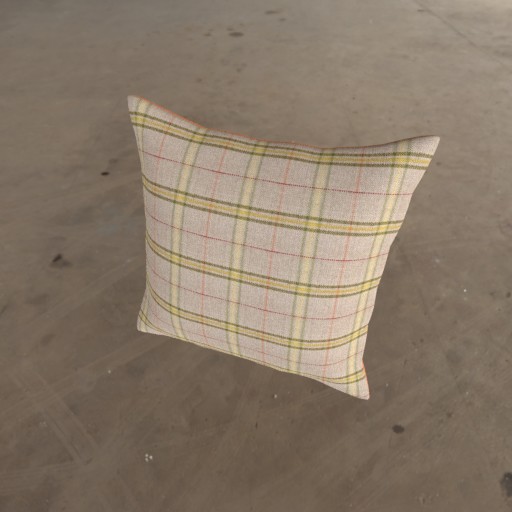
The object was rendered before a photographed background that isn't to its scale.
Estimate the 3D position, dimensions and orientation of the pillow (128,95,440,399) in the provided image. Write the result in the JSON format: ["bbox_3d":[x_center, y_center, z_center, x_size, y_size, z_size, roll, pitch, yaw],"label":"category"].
[{"bbox_3d":[0.000,0.000,0.713,0.453,0.430,0.200,13,42,15],"label":"pillow"}]
